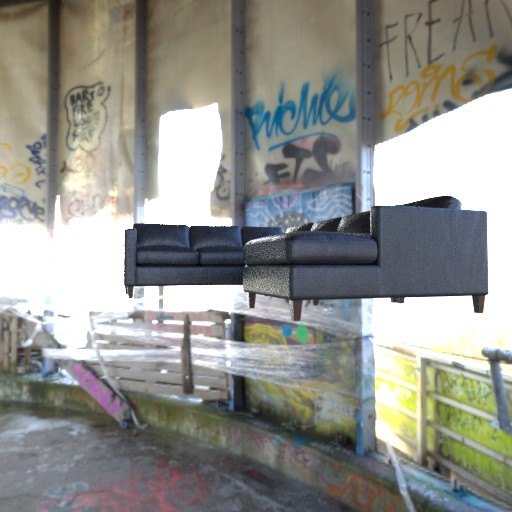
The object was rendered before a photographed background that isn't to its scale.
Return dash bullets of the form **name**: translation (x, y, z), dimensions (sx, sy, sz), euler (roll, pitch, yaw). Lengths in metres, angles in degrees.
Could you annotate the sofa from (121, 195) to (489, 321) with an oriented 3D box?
- **sofa**: translation (0.000, 0.000, 4.383), dimensions (2.452, 0.891, 3.324), euler (1, -2, -19)
